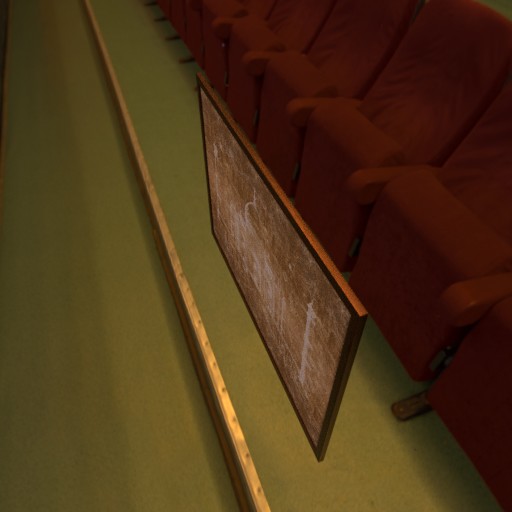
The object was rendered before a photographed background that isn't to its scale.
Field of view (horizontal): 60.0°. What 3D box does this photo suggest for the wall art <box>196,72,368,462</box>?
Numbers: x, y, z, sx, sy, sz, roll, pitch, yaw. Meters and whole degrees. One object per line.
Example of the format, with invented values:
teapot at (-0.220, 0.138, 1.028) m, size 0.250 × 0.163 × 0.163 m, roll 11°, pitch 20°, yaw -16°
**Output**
wall art at (0.000, 0.000, 1.070) m, size 0.014 × 0.559 × 0.816 m, roll -16°, pitch 48°, yaw -15°
